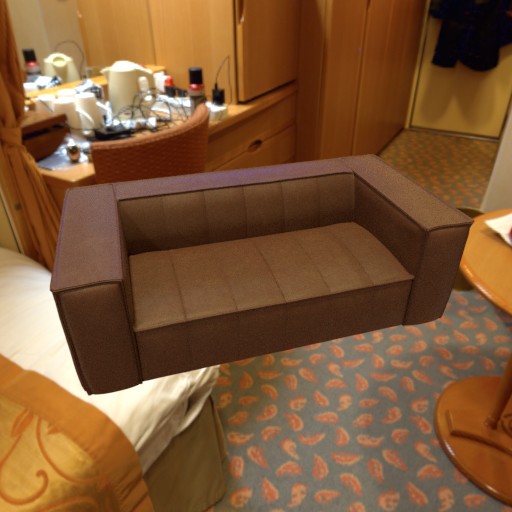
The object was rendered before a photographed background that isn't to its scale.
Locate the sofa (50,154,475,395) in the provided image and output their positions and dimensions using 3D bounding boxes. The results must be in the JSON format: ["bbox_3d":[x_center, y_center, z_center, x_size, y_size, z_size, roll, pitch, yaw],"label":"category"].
[{"bbox_3d":[0.000,0.000,2.625,2.088,0.703,1.102,-9,34,-14],"label":"sofa"}]
